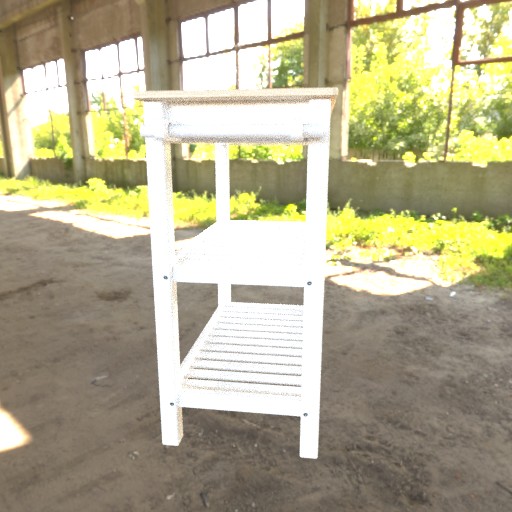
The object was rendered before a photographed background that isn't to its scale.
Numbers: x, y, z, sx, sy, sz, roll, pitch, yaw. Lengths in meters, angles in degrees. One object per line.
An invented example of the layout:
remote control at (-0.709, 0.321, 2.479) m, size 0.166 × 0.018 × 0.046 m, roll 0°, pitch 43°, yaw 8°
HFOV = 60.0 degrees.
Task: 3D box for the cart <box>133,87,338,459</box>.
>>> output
cart at (0.000, 0.000, 1.441) m, size 0.457 × 0.927 × 0.899 m, roll 2°, pitch 14°, yaw 8°
